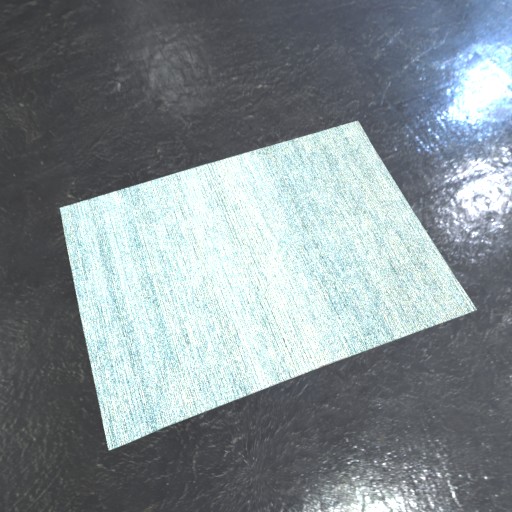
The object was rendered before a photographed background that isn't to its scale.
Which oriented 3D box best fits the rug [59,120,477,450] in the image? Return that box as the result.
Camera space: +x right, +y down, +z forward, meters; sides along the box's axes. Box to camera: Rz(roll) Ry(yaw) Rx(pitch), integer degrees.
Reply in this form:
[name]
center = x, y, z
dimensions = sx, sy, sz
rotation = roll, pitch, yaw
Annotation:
[rug]
center = 0.000, 0.000, 2.840
dimensions = 2.260, 0.026, 1.611
rotation = -18, 65, -9
